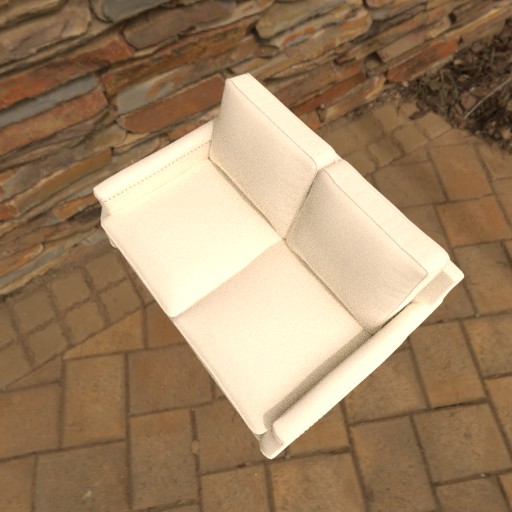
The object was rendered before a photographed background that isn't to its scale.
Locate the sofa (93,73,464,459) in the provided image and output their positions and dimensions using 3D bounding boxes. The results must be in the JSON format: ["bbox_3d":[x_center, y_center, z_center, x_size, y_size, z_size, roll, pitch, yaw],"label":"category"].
[{"bbox_3d":[0.000,0.000,2.290,1.084,1.003,1.597,-35,69,-16],"label":"sofa"}]
